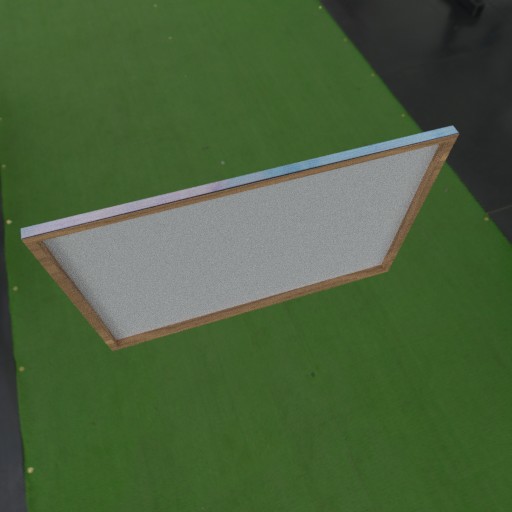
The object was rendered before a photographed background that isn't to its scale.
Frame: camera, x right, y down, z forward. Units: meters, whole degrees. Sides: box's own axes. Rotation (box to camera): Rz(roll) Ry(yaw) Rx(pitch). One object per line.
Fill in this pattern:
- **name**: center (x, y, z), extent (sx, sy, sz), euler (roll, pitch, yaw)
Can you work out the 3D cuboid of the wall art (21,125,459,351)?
- **wall art**: center (0.000, 0.000, 1.434), extent (1.137, 0.756, 0.034), euler (-15, 60, -9)
